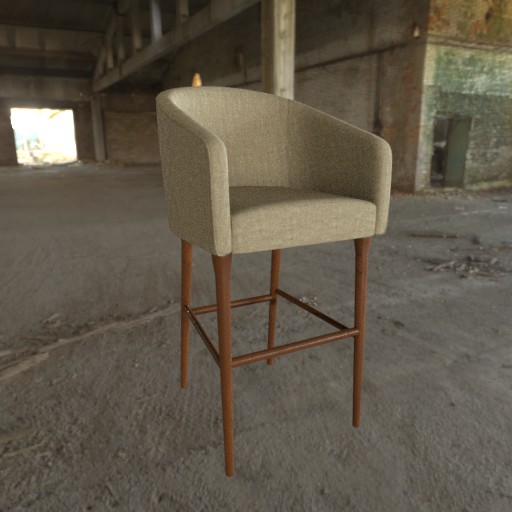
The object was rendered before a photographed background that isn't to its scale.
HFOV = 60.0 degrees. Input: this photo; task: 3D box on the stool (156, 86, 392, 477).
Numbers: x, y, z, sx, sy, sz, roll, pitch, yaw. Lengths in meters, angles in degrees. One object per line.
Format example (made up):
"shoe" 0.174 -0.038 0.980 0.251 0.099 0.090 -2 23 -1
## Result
"stool" 0.000 0.000 1.427 0.559 1.078 0.607 -8 16 -28
